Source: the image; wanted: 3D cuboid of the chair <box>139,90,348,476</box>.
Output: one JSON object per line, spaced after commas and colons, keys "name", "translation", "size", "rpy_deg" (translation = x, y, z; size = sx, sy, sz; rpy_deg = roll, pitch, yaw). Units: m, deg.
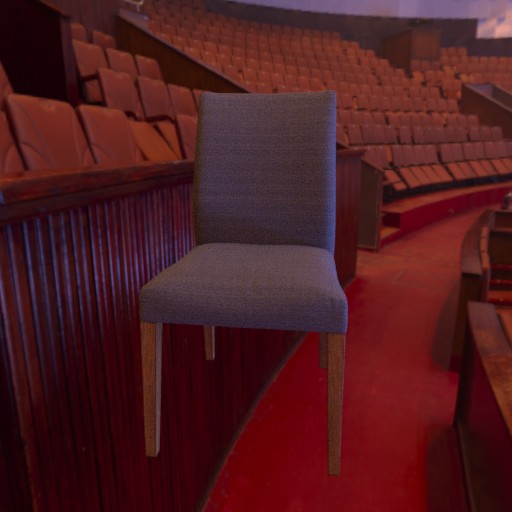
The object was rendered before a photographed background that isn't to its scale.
{"name": "chair", "translation": [0.000, 0.000, 1.276], "size": [0.496, 0.940, 0.585], "rpy_deg": [2, 15, 8]}
